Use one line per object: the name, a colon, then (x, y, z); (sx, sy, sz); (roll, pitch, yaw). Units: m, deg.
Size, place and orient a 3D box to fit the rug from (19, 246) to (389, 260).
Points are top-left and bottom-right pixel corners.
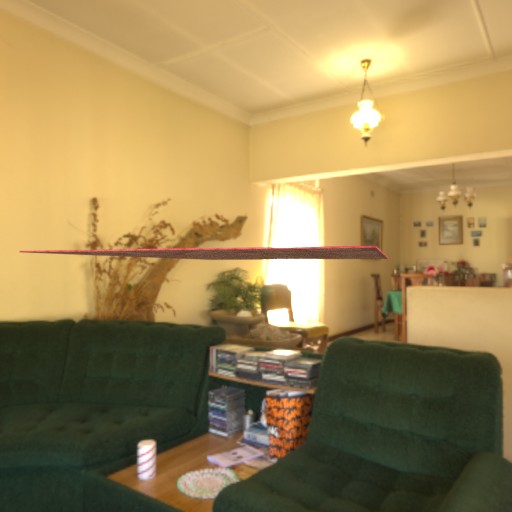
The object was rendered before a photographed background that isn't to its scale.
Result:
rug: (0.000, 0.000, 4.269); (2.389, 0.011, 3.306); (0, -2, 18)
